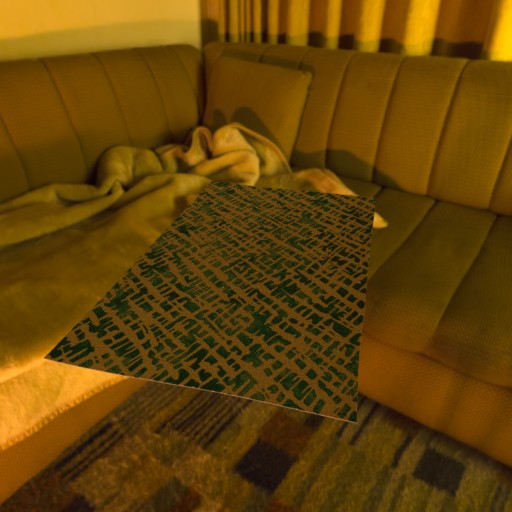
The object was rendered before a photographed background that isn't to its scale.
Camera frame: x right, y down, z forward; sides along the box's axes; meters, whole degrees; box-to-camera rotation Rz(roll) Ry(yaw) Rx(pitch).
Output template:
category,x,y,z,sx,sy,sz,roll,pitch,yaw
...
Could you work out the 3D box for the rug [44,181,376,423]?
category,x,y,z,sx,sy,sz,roll,pitch,yaw
rug,0.000,0.000,3.028,1.520,0.011,2.447,8,32,13
